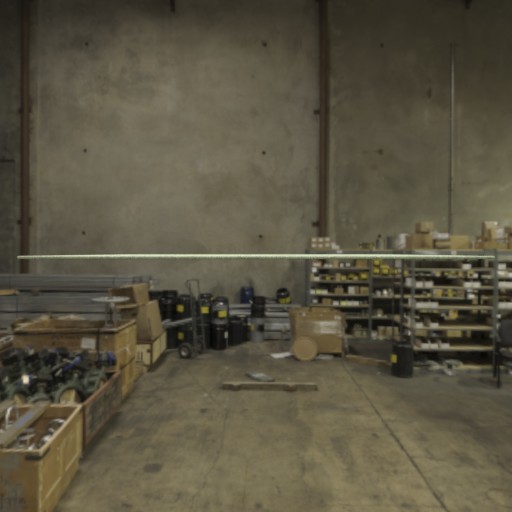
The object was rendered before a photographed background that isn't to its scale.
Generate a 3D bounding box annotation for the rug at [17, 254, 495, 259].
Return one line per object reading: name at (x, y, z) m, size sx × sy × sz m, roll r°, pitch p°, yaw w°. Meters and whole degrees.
rug at (0.000, 0.000, 4.023) m, size 3.039 × 0.019 × 2.420 m, roll 0°, pitch 0°, yaw 0°
